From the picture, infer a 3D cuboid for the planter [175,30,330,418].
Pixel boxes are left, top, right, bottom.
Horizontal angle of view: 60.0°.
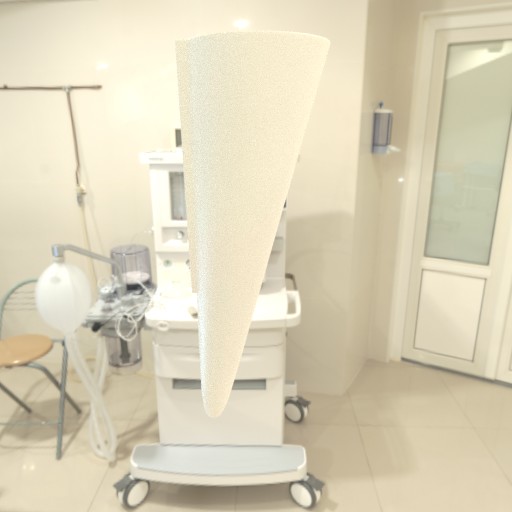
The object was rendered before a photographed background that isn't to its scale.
[{"bbox_3d":[0.000,0.000,0.221,0.064,0.193,0.057,3,17,9],"label":"planter"}]
